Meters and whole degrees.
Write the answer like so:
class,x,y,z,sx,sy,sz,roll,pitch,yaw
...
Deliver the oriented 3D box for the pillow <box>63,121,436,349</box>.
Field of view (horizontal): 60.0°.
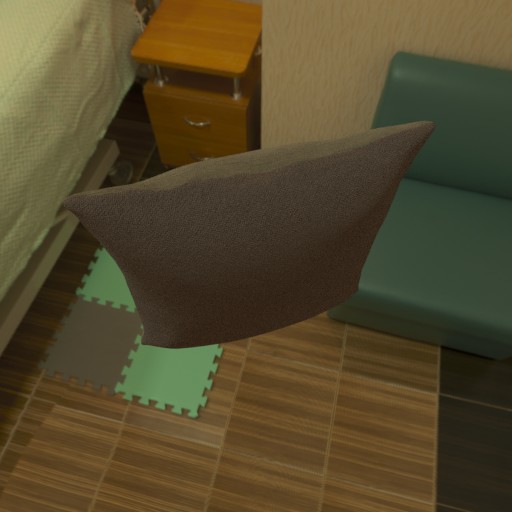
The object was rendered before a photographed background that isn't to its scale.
class,x,y,z,sx,sy,sz,roll,pitch,yaw
pillow,0.000,0.000,0.695,0.452,0.439,0.204,-13,59,-8
